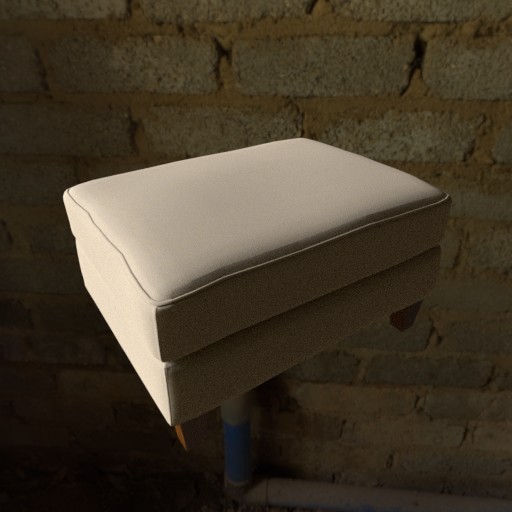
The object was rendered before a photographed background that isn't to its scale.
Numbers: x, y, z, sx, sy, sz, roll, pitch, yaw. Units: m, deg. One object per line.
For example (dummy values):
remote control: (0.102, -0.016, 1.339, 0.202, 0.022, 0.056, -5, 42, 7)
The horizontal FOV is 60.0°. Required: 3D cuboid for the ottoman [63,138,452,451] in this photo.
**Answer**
ottoman: (0.000, 0.000, 1.215, 0.818, 0.485, 0.634, -19, 36, -29)
